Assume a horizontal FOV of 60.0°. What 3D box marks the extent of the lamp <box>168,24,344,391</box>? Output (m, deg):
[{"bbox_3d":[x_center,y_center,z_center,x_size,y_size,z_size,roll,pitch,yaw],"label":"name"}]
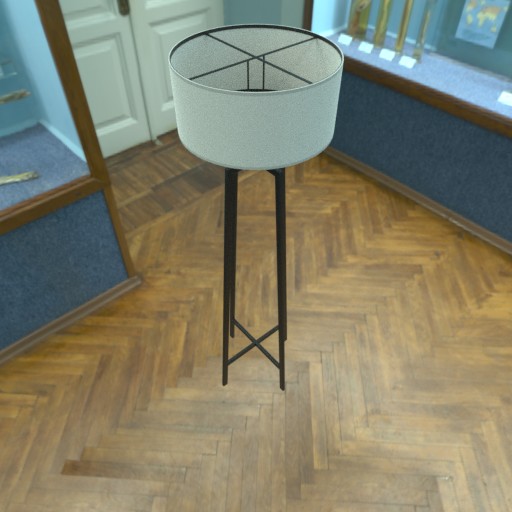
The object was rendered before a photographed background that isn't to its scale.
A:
[{"bbox_3d":[0.000,0.000,1.701,0.457,1.510,0.456,-31,53,-27],"label":"lamp"}]
